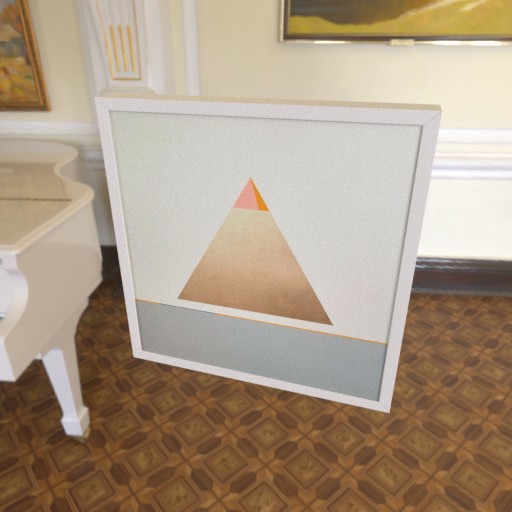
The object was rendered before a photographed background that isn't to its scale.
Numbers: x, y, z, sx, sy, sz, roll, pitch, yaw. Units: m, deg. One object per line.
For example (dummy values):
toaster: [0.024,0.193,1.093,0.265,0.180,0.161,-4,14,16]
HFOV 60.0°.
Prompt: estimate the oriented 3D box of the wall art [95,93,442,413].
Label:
wall art: [0.000,0.000,0.457,0.305,0.304,0.038,8,27,16]
